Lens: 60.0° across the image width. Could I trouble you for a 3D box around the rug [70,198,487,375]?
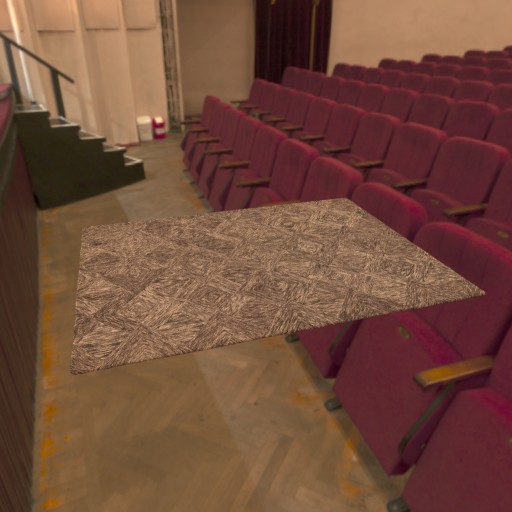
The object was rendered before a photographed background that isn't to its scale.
[{"bbox_3d":[0.000,0.000,4.228,3.204,0.017,2.448,-8,28,-15],"label":"rug"}]
